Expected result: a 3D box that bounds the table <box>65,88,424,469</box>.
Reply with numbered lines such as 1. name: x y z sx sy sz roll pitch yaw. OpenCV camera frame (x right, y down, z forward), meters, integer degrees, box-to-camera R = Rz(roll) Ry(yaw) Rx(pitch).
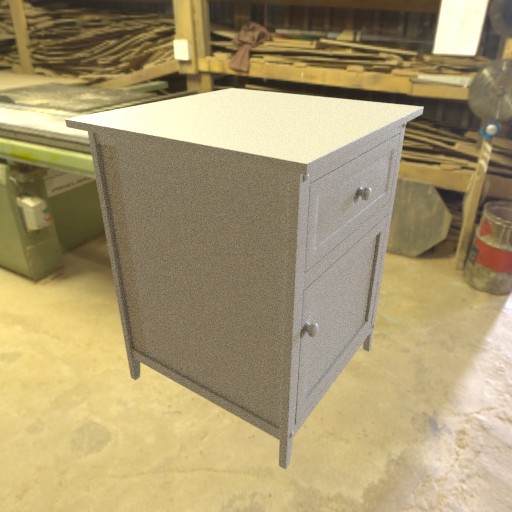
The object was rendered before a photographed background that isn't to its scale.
1. table: 0.000 0.000 0.770 0.381 0.483 0.381 18 33 30
